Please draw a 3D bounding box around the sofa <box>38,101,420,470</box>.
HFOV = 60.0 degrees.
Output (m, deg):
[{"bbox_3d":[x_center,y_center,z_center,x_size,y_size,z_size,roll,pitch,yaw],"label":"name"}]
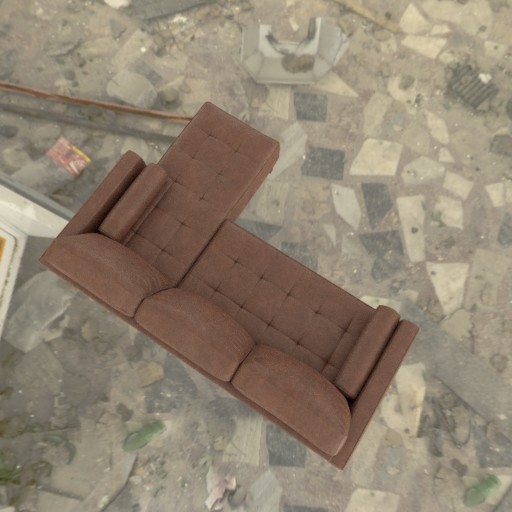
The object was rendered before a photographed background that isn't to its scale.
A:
[{"bbox_3d":[0.000,0.000,2.889,2.185,0.841,1.613,32,76,9],"label":"sofa"}]
